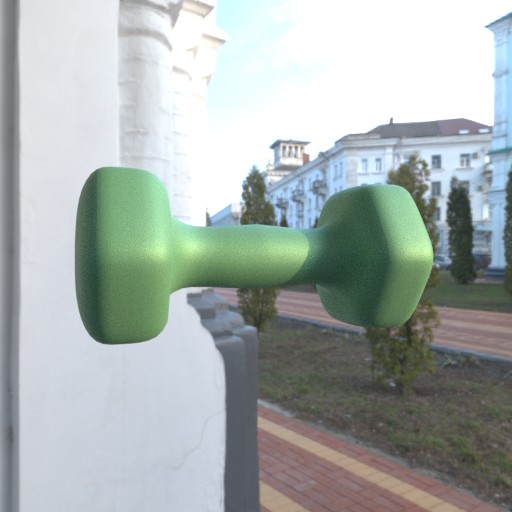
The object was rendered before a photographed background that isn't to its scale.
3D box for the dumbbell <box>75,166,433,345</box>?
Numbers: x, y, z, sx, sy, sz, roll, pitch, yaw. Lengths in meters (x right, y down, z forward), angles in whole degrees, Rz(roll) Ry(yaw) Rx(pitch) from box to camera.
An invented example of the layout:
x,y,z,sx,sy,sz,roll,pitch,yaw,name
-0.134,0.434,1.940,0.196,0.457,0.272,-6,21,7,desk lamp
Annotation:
x,y,z,sx,sy,sz,roll,pitch,yaw,name
0.000,0.000,0.343,0.260,0.117,0.129,0,0,-19,dumbbell
